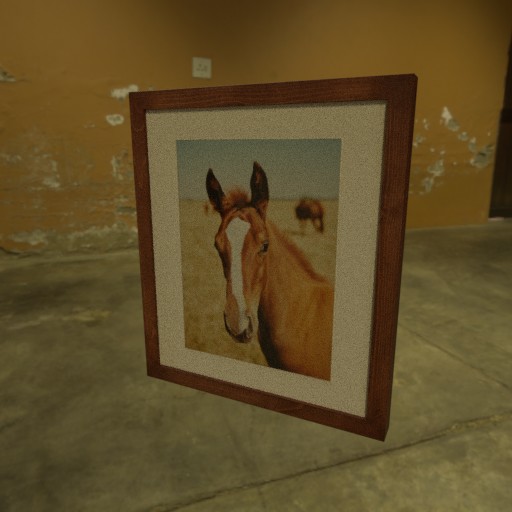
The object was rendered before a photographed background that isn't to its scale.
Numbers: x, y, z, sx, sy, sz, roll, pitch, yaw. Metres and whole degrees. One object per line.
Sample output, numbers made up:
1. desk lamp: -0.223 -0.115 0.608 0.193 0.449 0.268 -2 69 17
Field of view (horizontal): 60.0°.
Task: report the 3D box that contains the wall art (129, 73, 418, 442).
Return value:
1. wall art: 0.000 0.000 0.527 0.330 0.381 0.030 7 16 25
